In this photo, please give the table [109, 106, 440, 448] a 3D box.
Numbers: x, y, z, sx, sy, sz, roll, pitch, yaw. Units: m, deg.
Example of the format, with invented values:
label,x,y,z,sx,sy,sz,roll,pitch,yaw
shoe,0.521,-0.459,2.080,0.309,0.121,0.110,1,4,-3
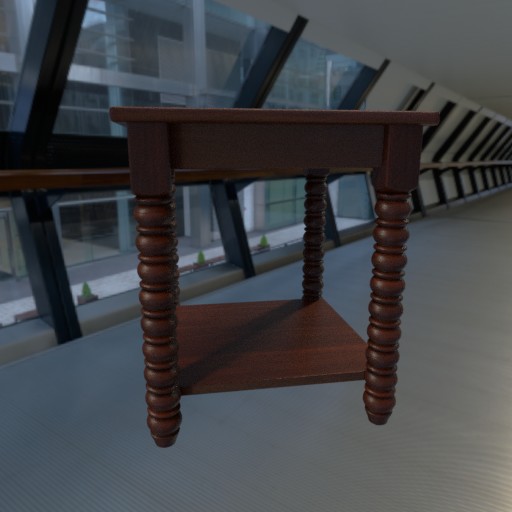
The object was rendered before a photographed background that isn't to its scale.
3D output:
label,x,y,z,sx,sy,sz,roll,pitch,yaw
table,0.000,0.000,0.969,0.500,0.567,0.533,-2,14,-9
